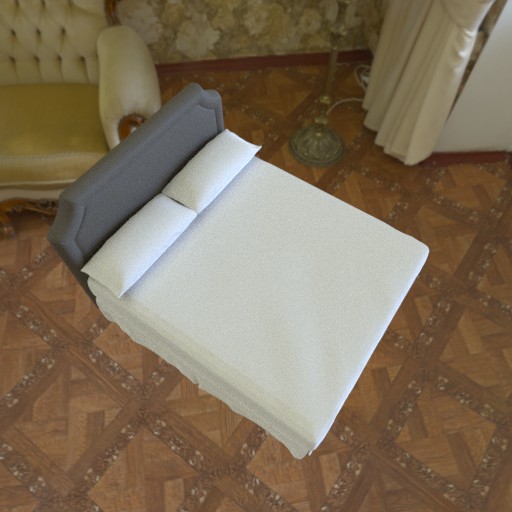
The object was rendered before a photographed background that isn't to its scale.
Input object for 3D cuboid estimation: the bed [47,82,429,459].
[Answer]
[{"bbox_3d":[0.000,0.000,3.926,2.536,1.561,2.194,31,64,17],"label":"bed"}]
